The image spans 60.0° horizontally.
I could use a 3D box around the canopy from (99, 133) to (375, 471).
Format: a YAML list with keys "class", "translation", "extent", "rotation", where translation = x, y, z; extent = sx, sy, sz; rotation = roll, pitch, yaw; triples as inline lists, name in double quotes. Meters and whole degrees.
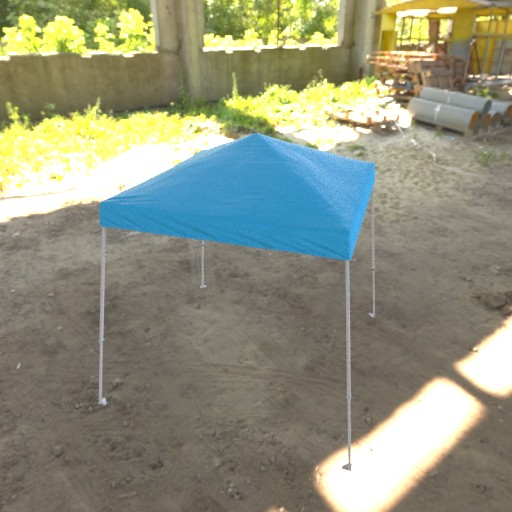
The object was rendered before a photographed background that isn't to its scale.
- class: "canopy"
  translation: [0.000, 0.000, 6.623]
  extent: [3.600, 3.600, 3.599]
  rotation: [8, 27, 16]
